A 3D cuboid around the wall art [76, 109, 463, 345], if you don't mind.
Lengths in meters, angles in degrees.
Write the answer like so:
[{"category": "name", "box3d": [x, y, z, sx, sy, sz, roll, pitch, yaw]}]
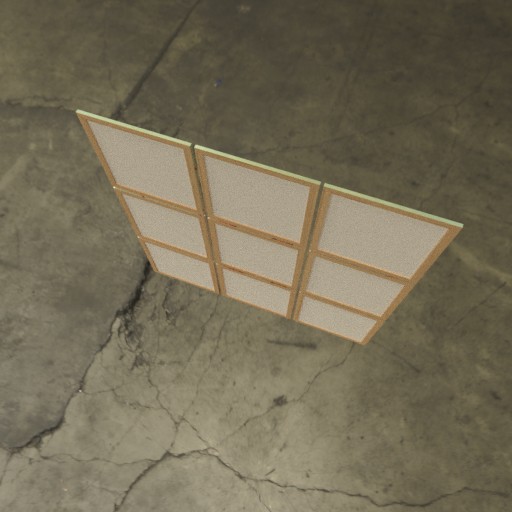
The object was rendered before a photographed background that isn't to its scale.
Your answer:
[{"category": "wall art", "box3d": [0.000, 0.000, 1.857, 1.214, 1.219, 0.013, 18, 65, 9]}]
